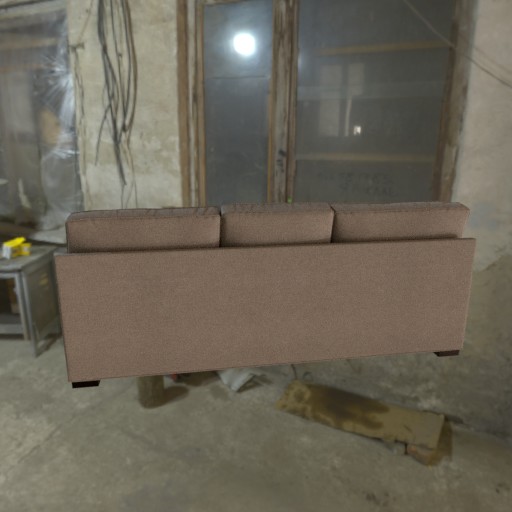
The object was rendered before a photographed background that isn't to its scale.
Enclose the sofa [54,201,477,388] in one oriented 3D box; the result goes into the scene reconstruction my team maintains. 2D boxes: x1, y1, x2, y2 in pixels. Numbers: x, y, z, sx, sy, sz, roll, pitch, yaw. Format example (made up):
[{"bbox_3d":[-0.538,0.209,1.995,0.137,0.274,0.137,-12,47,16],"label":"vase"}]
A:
[{"bbox_3d":[0.000,0.000,2.897,2.087,0.861,1.496,-2,15,-9],"label":"sofa"}]
